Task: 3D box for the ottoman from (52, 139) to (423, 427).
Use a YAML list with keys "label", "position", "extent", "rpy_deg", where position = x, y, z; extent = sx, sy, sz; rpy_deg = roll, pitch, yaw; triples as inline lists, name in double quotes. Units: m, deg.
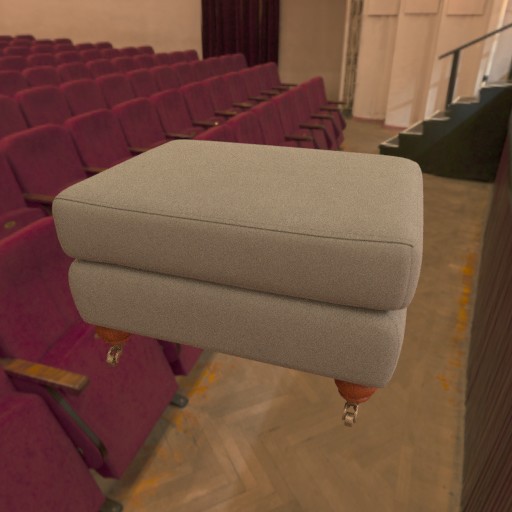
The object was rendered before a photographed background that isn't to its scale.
- label: "ottoman"
  position: [0.000, 0.000, 1.153]
  extent: [0.773, 0.499, 0.569]
  rpy_deg: [9, 29, 16]
